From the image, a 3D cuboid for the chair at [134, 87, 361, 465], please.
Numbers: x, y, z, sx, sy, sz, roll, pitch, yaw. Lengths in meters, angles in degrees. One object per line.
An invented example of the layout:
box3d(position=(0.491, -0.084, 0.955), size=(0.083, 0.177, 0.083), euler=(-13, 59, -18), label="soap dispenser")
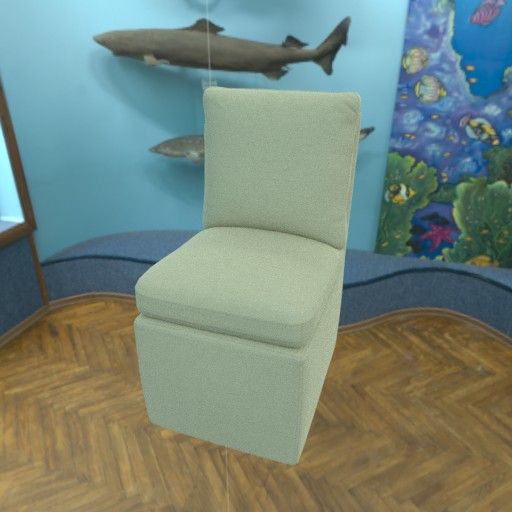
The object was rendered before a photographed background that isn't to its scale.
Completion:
box3d(position=(0.000, 0.000, 1.364), size=(0.503, 0.927, 0.698), euler=(9, 28, 17), label="chair")
